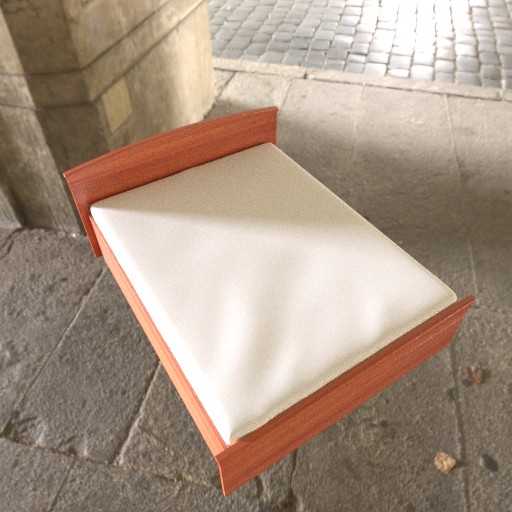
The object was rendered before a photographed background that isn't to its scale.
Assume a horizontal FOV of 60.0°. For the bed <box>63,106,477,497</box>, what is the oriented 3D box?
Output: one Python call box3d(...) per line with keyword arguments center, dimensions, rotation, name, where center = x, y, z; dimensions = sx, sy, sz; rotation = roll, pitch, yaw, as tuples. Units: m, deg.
box3d(center=(0.000, 0.000, 2.868), dimensions=(1.683, 0.848, 2.053), rotation=(-25, 51, -22), name="bed")
